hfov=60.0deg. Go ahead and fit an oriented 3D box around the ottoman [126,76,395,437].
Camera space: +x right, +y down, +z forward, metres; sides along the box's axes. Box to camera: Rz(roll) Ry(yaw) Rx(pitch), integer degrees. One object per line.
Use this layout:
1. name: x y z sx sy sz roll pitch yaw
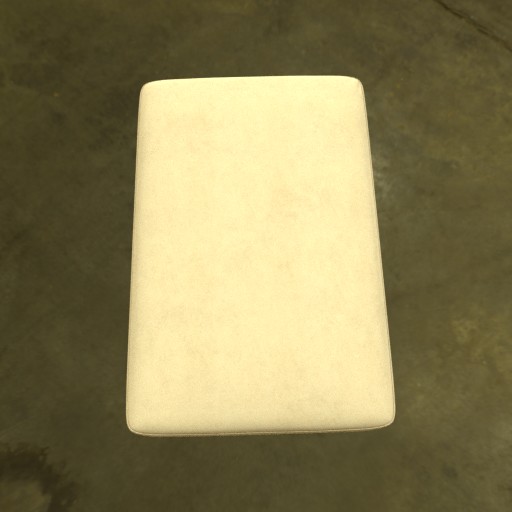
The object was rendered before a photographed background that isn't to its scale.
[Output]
1. ottoman: 0.000 0.000 1.189 0.584 0.483 0.864 -2 76 0
